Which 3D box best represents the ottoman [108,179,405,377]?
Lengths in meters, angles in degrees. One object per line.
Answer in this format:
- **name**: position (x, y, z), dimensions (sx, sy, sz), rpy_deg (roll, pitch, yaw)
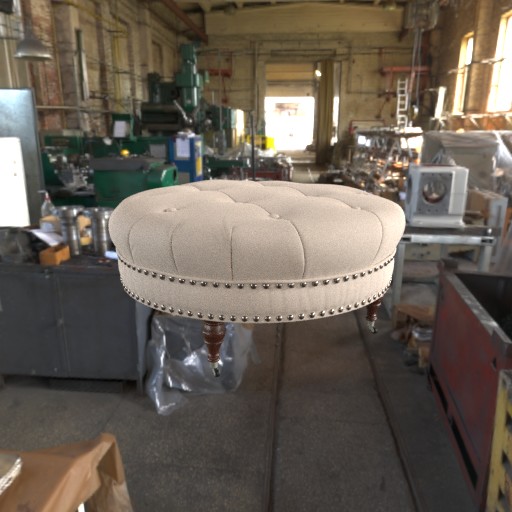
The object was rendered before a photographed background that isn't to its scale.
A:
- **ottoman**: position (0.000, 0.000, 1.432), dimensions (0.901, 0.439, 0.901), rpy_deg (0, 16, 0)
